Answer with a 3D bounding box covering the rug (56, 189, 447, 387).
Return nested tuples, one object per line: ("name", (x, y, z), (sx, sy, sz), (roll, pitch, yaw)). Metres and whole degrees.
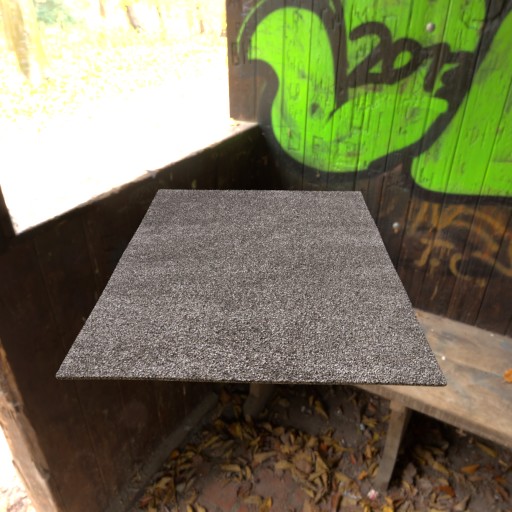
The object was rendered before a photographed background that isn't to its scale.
("rug", (0.000, 0.000, 3.993), (2.401, 0.025, 3.000), (1, 31, 1))
